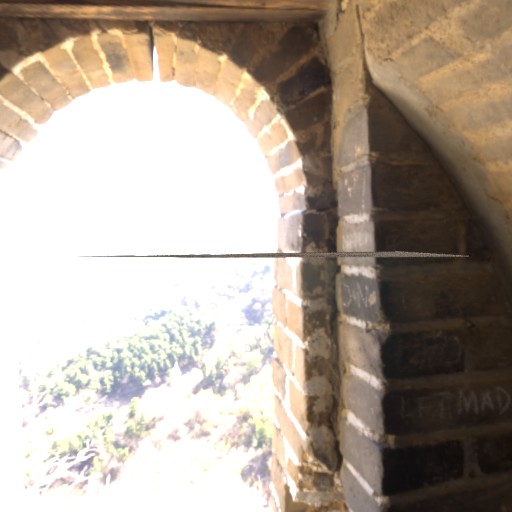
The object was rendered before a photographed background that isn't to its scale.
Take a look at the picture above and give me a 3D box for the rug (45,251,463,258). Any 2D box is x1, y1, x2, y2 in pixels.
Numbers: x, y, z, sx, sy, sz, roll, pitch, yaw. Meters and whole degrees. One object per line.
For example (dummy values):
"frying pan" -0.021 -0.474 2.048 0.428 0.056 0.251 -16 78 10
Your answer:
"rug" 0.000 0.000 2.276 1.813 0.008 1.223 -1 -1 34
